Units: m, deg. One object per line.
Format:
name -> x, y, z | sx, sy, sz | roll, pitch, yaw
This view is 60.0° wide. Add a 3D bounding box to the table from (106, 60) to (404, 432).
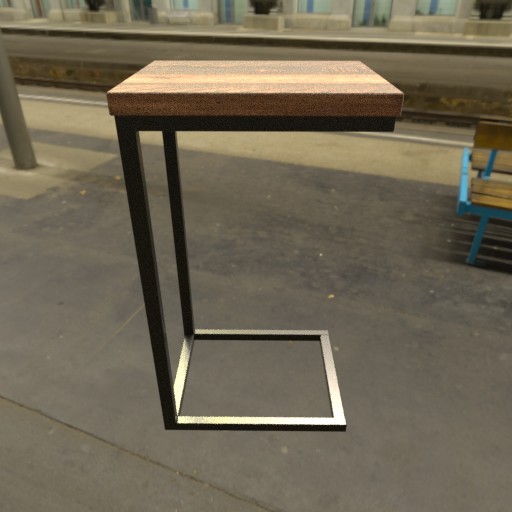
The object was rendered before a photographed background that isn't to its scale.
table -> 0.000, 0.000, 0.934 | 0.414, 0.718, 0.323 | 0, 31, 1
